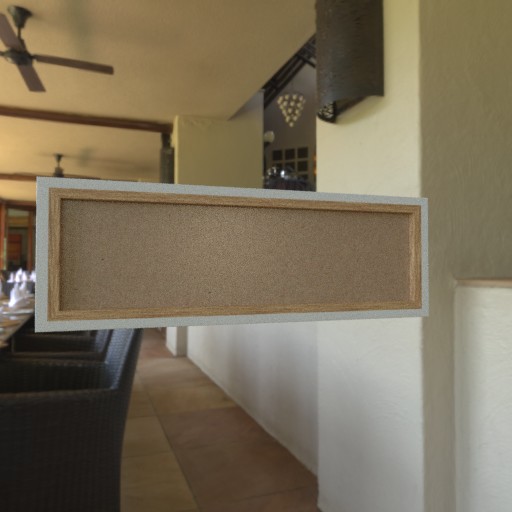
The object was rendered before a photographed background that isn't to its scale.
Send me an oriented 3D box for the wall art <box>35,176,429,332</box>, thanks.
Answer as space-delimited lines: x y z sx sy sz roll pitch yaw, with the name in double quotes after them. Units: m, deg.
0.000 0.000 0.853 0.763 0.255 0.038 0 -1 -17 "wall art"
